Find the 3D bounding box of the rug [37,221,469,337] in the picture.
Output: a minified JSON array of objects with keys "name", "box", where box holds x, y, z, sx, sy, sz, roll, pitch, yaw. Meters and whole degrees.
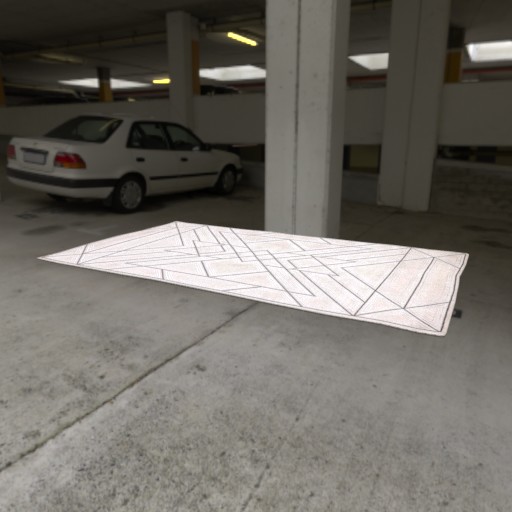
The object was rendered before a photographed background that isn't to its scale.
[{"name":"rug","box":[0.000,0.000,1.029,0.869,0.008,0.511,8,17,27]}]
